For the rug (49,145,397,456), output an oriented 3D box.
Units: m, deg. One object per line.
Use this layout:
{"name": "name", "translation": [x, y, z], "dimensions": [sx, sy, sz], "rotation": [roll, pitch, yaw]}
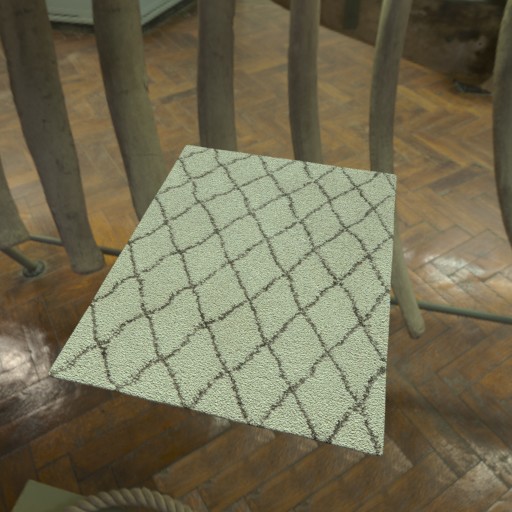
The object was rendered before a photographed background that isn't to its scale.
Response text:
{"name": "rug", "translation": [0.000, 0.000, 4.070], "dimensions": [2.438, 0.029, 3.047], "rotation": [10, 49, 9]}
